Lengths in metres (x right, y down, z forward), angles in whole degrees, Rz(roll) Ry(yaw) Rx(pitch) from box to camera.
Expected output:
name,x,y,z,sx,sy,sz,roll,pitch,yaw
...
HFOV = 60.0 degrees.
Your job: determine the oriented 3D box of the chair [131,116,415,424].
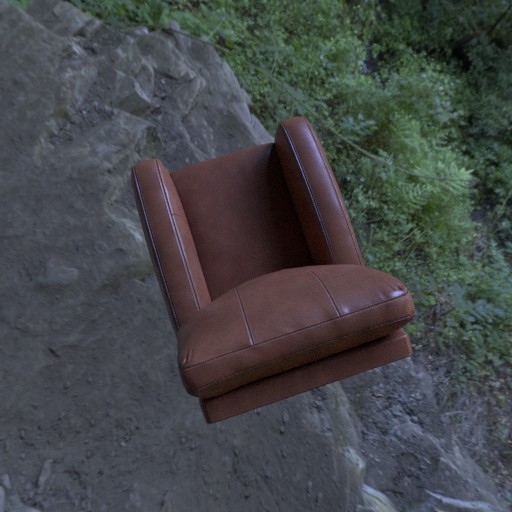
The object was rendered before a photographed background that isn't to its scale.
name,x,y,z,sx,sy,sz,roll,pitch,yaw
chair,0.000,0.000,1.690,0.762,0.990,0.990,-17,76,-4
